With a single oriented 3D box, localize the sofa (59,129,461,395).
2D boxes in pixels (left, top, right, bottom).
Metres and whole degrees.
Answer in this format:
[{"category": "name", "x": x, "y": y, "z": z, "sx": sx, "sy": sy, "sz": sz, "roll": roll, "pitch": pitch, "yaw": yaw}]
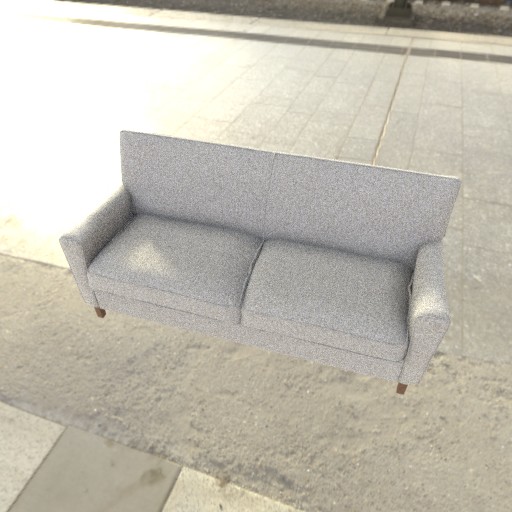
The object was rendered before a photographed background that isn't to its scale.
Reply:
[{"category": "sofa", "x": 0.000, "y": 0.000, "z": 2.537, "sx": 2.026, "sy": 0.942, "sz": 0.854, "roll": 11, "pitch": 42, "yaw": 13}]
